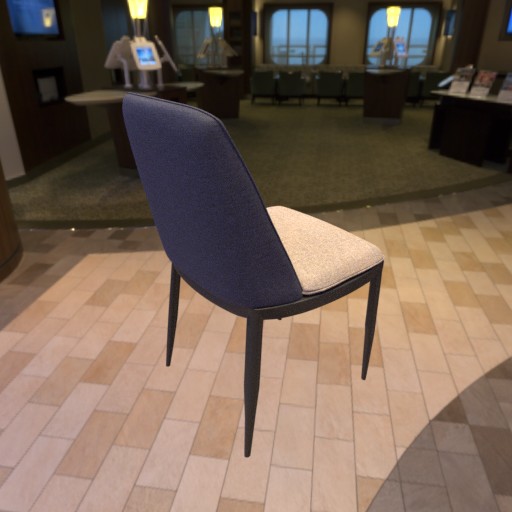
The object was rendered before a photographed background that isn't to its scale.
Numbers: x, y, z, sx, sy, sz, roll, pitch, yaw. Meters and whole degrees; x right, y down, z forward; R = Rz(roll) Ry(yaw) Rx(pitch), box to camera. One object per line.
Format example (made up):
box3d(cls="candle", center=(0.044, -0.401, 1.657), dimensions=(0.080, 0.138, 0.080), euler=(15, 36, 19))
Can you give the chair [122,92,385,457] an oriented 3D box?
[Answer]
box3d(cls="chair", center=(0.000, 0.000, 1.179), dimensions=(0.551, 0.839, 0.480), euler=(-19, 32, -33))
